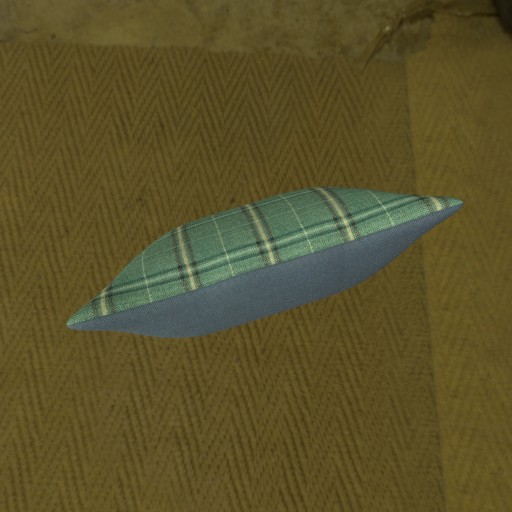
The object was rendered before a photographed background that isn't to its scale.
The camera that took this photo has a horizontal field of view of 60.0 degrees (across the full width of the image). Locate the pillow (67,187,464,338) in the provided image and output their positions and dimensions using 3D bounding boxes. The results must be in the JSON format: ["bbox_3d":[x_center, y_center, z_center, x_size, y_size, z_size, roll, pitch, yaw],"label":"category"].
[{"bbox_3d":[0.000,0.000,0.699,0.453,0.430,0.200,-17,78,-4],"label":"pillow"}]
